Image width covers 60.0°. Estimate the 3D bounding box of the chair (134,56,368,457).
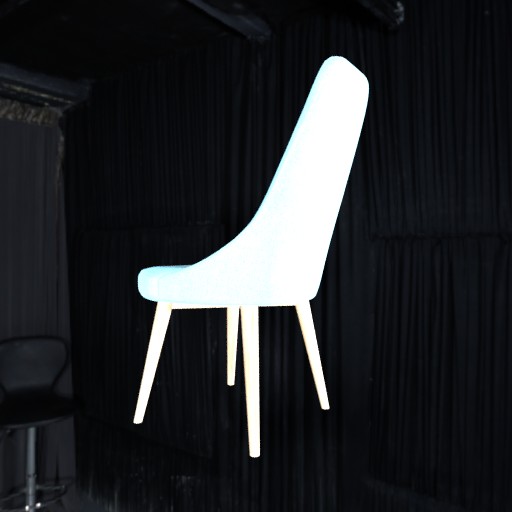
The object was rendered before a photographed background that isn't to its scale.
[{"bbox_3d":[0.000,0.000,1.397,0.660,1.040,0.510,1,1,35],"label":"chair"}]
